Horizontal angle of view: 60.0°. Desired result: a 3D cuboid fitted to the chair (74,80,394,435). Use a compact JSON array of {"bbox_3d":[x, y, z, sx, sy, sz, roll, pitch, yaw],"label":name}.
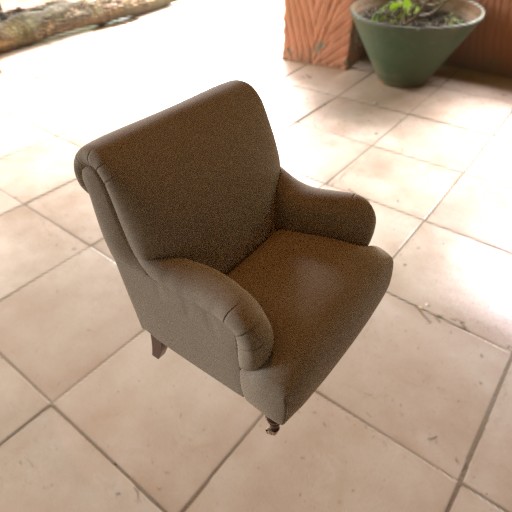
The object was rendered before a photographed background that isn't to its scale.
[{"bbox_3d":[0.000,0.000,1.593,0.842,0.942,0.766,26,47,27],"label":"chair"}]
